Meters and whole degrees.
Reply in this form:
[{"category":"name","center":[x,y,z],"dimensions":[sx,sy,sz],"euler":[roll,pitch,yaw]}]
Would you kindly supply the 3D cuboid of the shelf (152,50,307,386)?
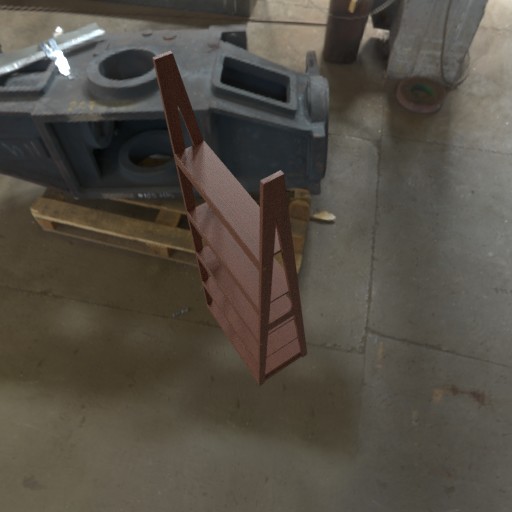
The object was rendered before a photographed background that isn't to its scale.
[{"category":"shelf","center":[0.000,0.000,1.997],"dimensions":[0.350,1.770,0.600],"euler":[-29,63,-17]}]
